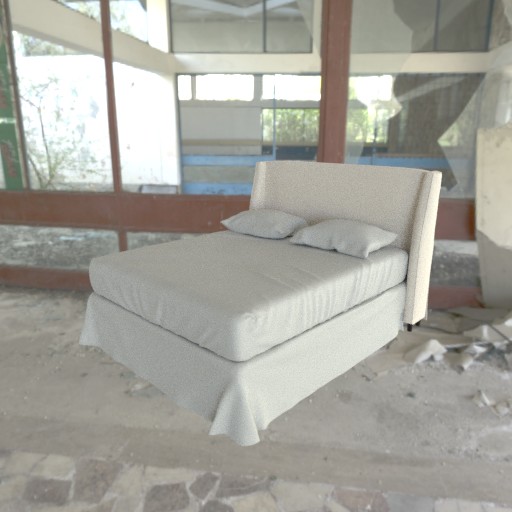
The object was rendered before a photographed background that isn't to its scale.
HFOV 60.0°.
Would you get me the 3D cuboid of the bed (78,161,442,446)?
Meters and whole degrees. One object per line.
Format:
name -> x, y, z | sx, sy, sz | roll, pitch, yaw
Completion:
bed -> 0.000, 0.000, 3.501 | 1.925, 1.332, 2.276 | 14, 21, 42
